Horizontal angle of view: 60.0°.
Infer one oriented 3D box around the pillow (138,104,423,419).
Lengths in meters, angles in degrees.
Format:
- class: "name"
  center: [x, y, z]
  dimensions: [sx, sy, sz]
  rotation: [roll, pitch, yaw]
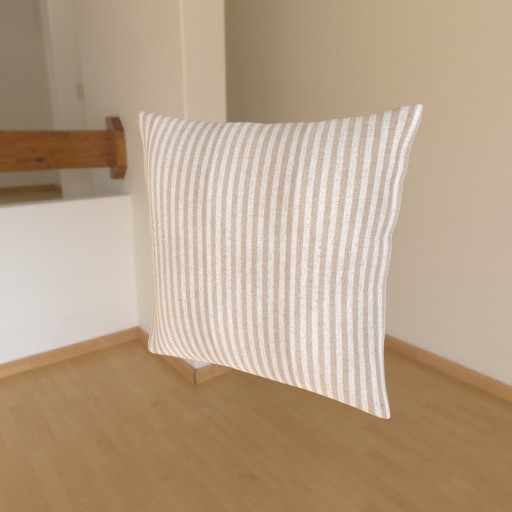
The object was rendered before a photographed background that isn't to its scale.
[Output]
- class: "pillow"
  center: [0.000, 0.000, 0.803]
  dimensions: [0.523, 0.510, 0.166]
  rotation: [8, 18, 25]
